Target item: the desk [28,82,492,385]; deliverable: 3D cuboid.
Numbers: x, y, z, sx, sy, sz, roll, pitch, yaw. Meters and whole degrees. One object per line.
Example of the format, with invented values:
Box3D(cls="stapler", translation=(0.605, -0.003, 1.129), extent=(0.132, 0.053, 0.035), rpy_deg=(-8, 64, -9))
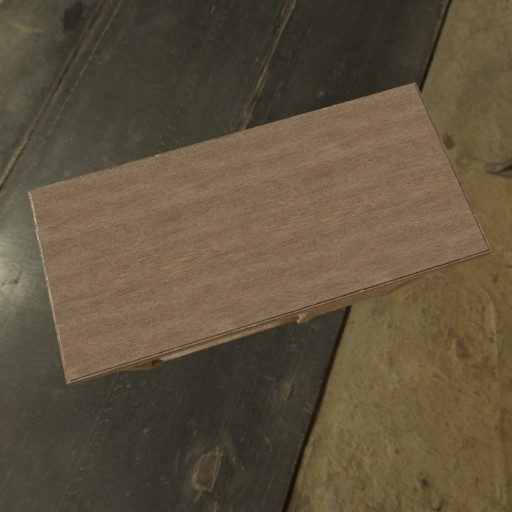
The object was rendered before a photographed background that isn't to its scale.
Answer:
Box3D(cls="desk", translation=(0.000, 0.000, 1.786), extent=(1.289, 0.912, 0.610), rpy_deg=(-17, 77, -4))
